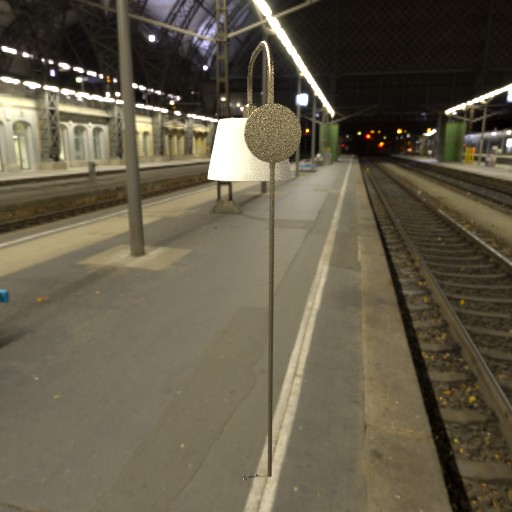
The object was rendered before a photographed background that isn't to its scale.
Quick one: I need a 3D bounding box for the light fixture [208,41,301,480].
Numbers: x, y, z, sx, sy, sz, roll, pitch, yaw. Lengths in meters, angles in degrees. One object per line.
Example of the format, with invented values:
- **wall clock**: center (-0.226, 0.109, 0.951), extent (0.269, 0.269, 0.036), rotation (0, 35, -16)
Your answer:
- **light fixture**: center (0.000, 0.000, 0.465), extent (0.092, 0.399, 0.176), rotation (-2, 14, -9)
